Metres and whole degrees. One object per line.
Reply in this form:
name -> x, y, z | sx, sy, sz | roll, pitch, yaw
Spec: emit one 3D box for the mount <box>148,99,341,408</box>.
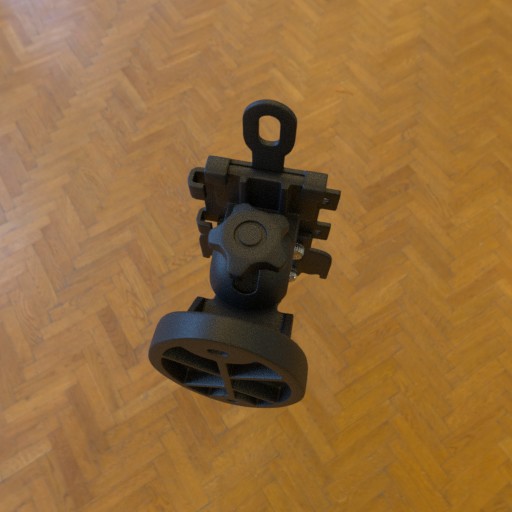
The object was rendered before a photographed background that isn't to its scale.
mount -> 0.000, 0.000, 0.174 | 0.066, 0.118, 0.100 | 10, 64, 5
